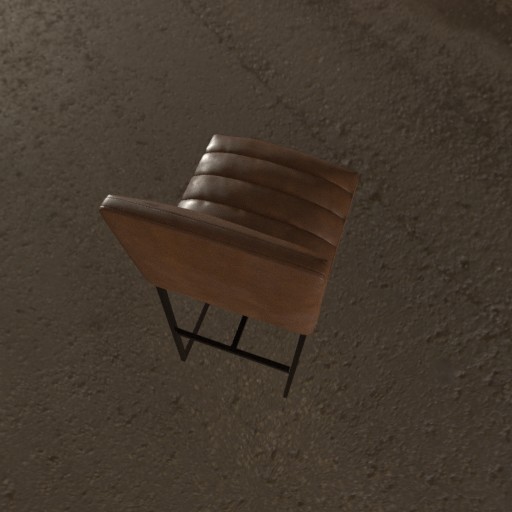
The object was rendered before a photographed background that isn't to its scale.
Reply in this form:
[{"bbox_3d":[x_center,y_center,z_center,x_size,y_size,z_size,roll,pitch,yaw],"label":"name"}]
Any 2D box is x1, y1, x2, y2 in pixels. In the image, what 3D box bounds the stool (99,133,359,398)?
[{"bbox_3d":[0.000,0.000,1.365,0.463,1.065,0.562,17,63,9],"label":"stool"}]
